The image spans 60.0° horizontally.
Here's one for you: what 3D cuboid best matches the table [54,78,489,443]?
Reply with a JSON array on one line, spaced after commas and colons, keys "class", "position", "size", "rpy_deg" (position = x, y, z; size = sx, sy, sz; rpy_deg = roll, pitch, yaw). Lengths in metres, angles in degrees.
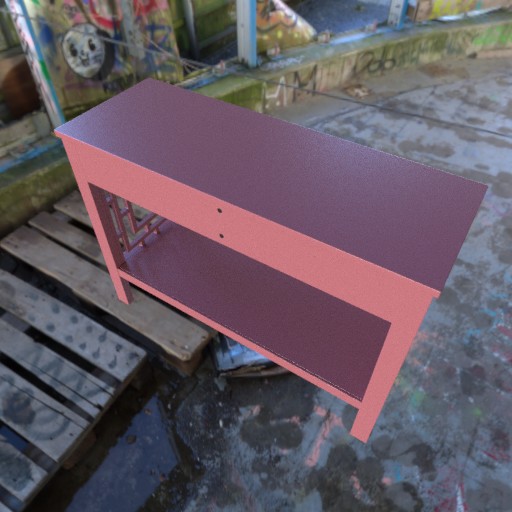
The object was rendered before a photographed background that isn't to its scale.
[{"class": "table", "position": [0.000, 0.000, 1.408], "size": [1.068, 0.753, 0.397], "rpy_deg": [25, 51, 22]}]
